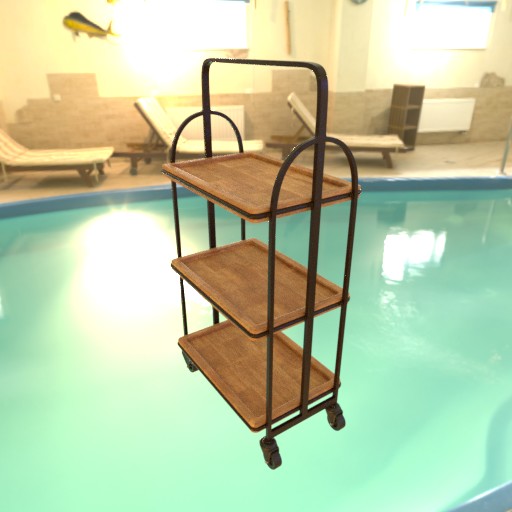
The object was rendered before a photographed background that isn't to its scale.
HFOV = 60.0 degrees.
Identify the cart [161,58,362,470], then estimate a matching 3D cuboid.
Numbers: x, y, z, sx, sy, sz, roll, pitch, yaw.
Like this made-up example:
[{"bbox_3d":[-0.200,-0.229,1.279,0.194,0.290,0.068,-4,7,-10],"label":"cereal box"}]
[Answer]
[{"bbox_3d":[0.000,0.000,1.235,0.327,1.001,0.553,-16,30,-31],"label":"cart"}]
